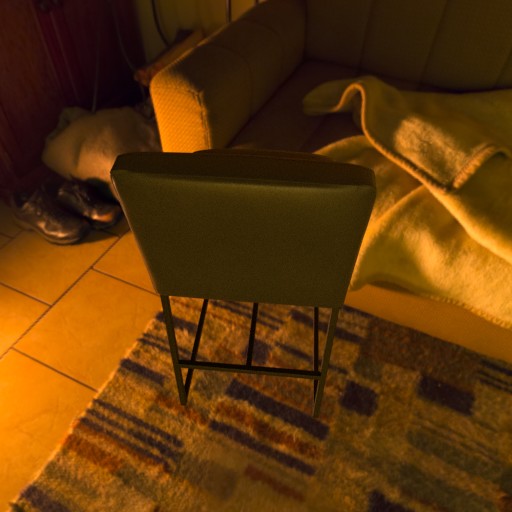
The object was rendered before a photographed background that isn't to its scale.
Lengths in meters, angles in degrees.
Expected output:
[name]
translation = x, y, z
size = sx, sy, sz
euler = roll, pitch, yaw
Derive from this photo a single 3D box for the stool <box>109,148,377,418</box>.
[stool]
translation = 0.000, 0.000, 1.230
size = 0.457, 0.938, 0.552
euler = 4, 46, 4
